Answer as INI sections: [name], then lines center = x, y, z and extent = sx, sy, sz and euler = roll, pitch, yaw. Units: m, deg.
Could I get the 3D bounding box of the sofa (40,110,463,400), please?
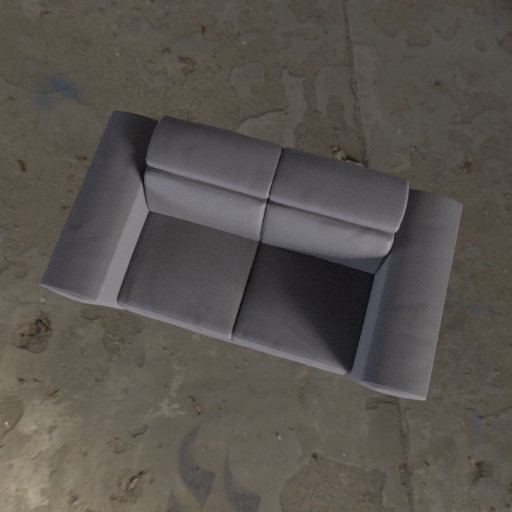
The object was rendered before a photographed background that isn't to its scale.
[sofa]
center = 0.000, 0.000, 2.382
extent = 1.895, 0.779, 1.003
euler = 16, 76, 4
